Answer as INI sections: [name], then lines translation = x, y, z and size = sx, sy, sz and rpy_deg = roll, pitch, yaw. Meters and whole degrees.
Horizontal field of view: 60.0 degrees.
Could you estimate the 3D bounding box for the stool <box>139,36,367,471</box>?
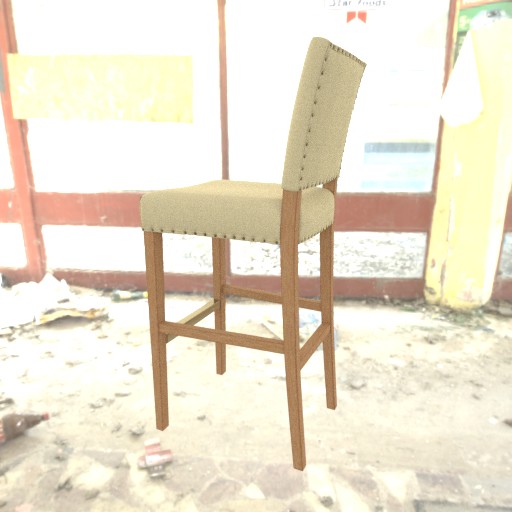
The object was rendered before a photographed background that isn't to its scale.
[stool]
translation = 0.000, 0.000, 1.376
size = 0.546, 1.143, 0.428
rpy_deg = 7, 17, 25
